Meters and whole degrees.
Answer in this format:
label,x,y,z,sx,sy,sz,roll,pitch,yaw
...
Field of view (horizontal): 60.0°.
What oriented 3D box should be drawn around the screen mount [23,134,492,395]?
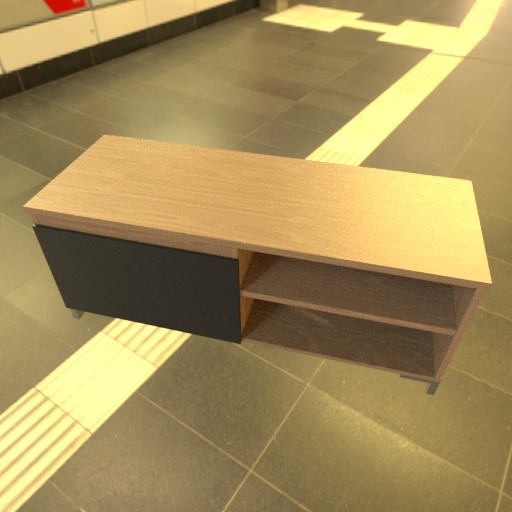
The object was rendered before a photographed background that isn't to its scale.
label,x,y,z,sx,sy,sz,roll,pitch,yaw
screen mount,0.000,0.000,1.280,1.084,0.432,0.406,10,42,11
